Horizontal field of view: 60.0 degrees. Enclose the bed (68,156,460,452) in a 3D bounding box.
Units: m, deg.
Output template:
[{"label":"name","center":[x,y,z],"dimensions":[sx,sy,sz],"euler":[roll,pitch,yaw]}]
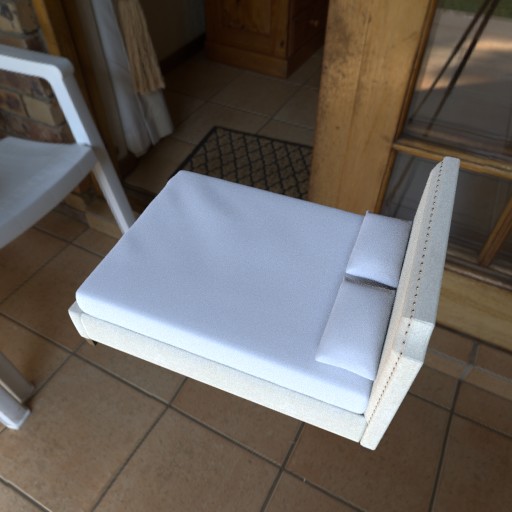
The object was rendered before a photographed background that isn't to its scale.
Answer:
[{"label":"bed","center":[0.000,0.000,3.352],"dimensions":[2.381,1.457,1.713],"euler":[17,50,15]}]
